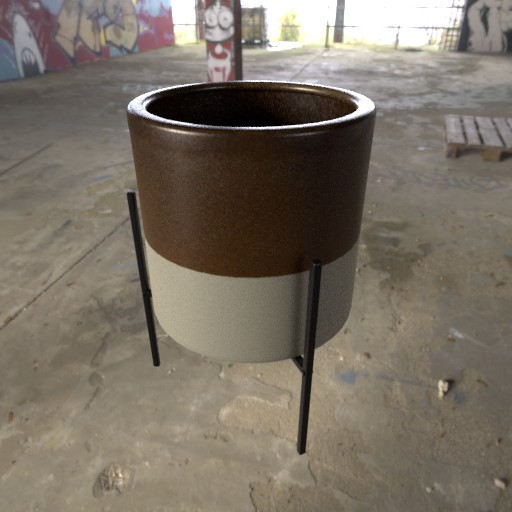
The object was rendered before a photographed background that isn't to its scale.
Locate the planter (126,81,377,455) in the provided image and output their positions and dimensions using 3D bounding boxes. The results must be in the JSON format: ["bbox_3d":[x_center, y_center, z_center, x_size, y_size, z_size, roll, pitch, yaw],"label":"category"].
[{"bbox_3d":[0.000,0.000,0.549,0.255,0.375,0.269,19,35,29],"label":"planter"}]
